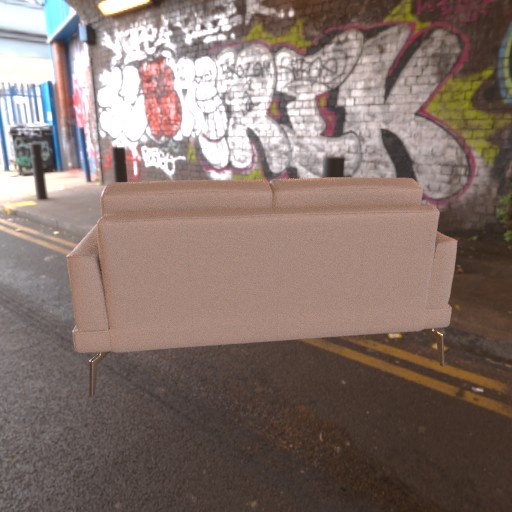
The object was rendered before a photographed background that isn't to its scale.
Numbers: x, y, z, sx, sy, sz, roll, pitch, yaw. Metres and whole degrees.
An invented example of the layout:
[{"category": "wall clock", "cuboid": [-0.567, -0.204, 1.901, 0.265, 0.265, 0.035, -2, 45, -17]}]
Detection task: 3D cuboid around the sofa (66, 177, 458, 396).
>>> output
[{"category": "sofa", "cuboid": [0.000, 0.000, 2.490, 1.819, 0.930, 1.121, -2, 16, -8]}]
